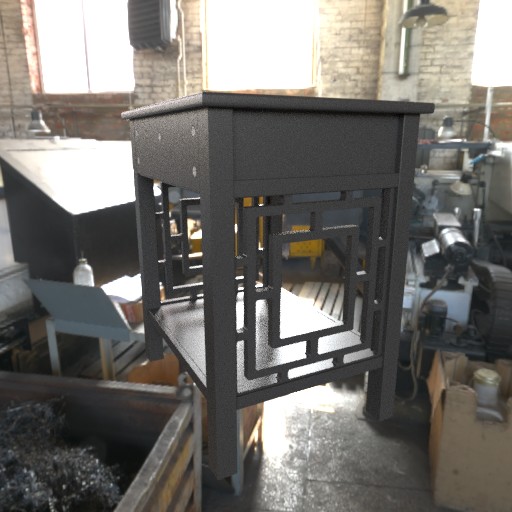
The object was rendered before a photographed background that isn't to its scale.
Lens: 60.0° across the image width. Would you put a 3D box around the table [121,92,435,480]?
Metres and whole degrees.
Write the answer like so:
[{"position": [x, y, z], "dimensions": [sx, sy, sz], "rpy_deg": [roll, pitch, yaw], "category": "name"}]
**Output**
[{"position": [0.000, 0.000, 1.020], "dimensions": [0.451, 0.646, 0.564], "rpy_deg": [-7, 17, -26], "category": "table"}]
